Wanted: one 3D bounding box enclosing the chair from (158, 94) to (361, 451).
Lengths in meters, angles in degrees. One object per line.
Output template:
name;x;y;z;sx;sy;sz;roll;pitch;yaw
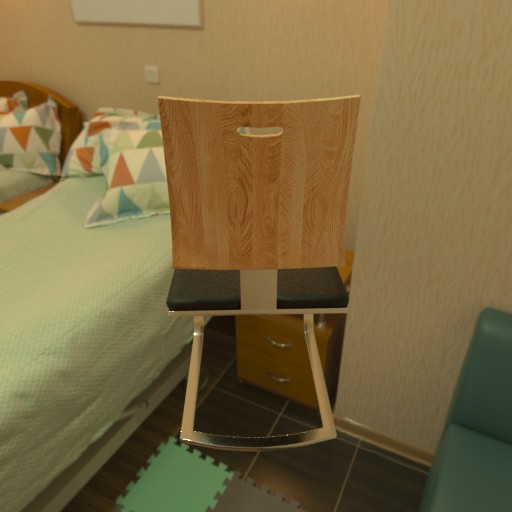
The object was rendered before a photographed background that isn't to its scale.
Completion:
chair;0.000;0.000;1.244;0.462;0.936;0.560;-1;30;-2
